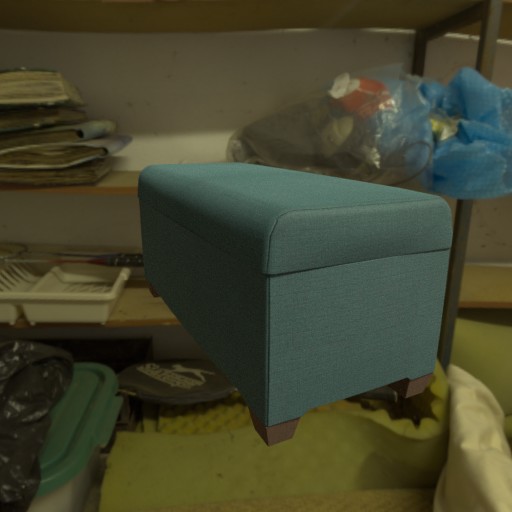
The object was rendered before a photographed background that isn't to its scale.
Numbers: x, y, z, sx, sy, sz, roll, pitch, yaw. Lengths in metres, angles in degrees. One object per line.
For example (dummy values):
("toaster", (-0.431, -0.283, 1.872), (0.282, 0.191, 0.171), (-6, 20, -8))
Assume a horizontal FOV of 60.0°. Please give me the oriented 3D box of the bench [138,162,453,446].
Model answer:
("bench", (0.000, 0.000, 1.279), (0.476, 0.474, 0.995), (-8, 18, -26))
